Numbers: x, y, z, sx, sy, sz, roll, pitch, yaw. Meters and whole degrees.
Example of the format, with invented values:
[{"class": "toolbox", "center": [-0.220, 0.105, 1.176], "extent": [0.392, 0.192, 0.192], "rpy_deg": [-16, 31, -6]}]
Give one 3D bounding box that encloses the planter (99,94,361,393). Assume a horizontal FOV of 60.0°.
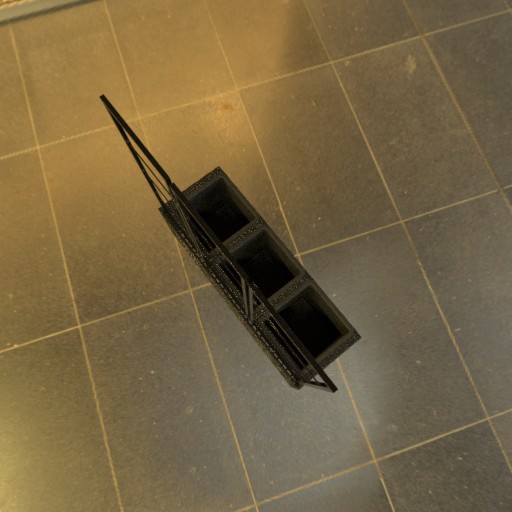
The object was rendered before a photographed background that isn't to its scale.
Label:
[{"class": "planter", "center": [0.000, 0.000, 1.176], "extent": [0.244, 0.841, 0.698], "rpy_deg": [-37, 78, -9]}]
